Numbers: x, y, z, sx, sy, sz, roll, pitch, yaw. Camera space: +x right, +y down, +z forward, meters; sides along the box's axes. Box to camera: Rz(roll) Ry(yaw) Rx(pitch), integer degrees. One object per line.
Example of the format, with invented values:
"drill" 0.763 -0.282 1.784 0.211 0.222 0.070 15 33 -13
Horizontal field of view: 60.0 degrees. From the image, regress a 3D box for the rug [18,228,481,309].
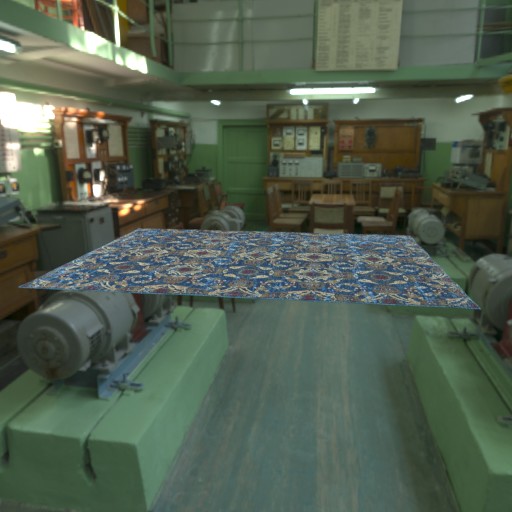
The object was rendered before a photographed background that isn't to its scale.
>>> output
"rug" 0.000 0.000 4.234 3.291 0.013 2.337 2 15 8
